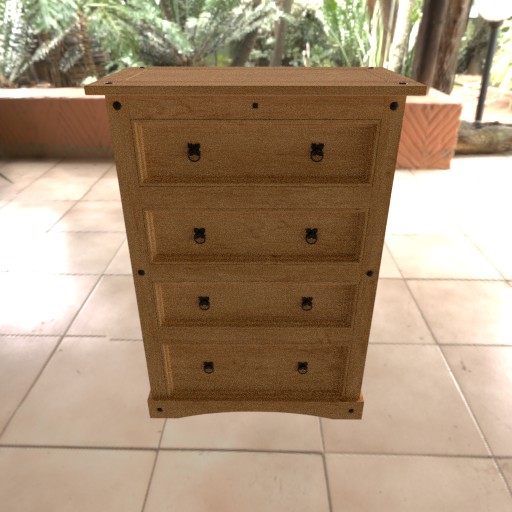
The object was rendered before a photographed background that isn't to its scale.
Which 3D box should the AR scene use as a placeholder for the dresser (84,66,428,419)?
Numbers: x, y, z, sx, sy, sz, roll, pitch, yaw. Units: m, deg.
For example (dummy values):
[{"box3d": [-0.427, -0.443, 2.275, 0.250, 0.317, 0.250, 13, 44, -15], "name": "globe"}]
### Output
[{"box3d": [0.000, 0.000, 1.698, 0.915, 1.300, 0.485, 0, 29, 0], "name": "dresser"}]
